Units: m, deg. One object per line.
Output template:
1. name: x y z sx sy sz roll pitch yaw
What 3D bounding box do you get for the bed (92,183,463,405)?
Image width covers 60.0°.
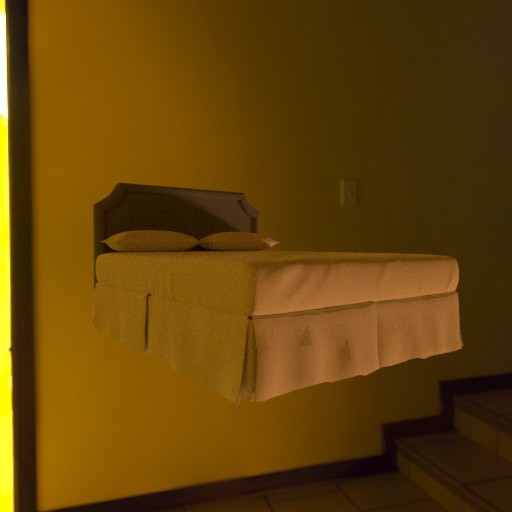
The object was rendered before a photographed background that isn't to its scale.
1. bed: 0.000 0.000 3.534 1.977 1.306 2.464 -1 2 -37
